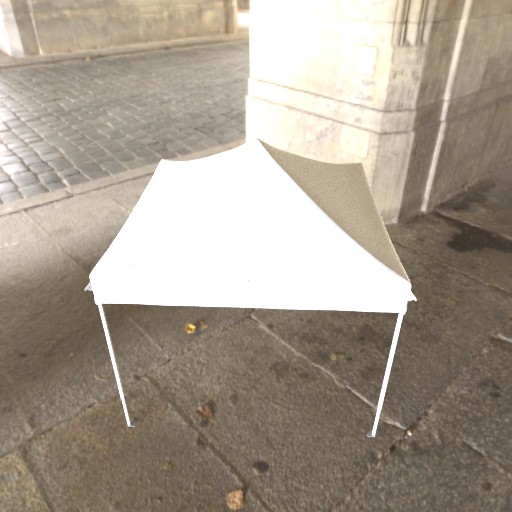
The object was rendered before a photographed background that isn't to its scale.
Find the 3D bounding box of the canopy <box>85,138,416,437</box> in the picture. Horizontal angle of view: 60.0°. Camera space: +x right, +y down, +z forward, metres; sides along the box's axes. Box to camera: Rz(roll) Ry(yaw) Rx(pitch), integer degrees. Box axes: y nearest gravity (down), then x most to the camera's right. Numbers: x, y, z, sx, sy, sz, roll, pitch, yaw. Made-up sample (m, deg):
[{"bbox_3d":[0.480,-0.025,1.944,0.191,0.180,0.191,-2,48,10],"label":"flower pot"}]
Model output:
[{"bbox_3d":[0.000,0.000,5.547,2.994,2.998,2.996,2,33,2],"label":"canopy"}]
